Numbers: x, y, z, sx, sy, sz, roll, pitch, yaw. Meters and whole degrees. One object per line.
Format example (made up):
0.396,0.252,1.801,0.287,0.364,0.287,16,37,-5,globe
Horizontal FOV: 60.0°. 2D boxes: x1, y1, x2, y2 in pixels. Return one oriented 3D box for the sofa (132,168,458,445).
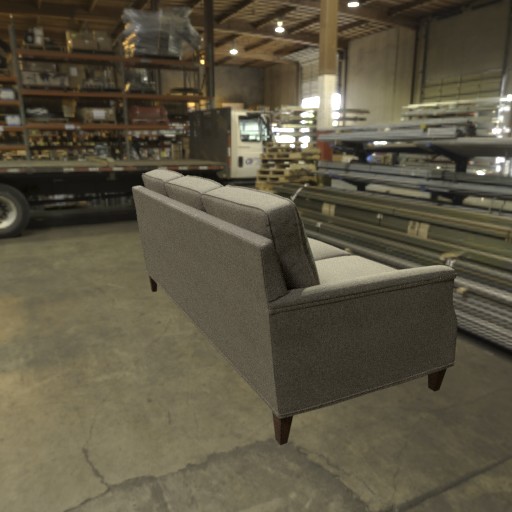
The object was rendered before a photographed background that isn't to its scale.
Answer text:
0.000,0.000,2.802,1.084,1.003,2.246,-7,17,-26,sofa
